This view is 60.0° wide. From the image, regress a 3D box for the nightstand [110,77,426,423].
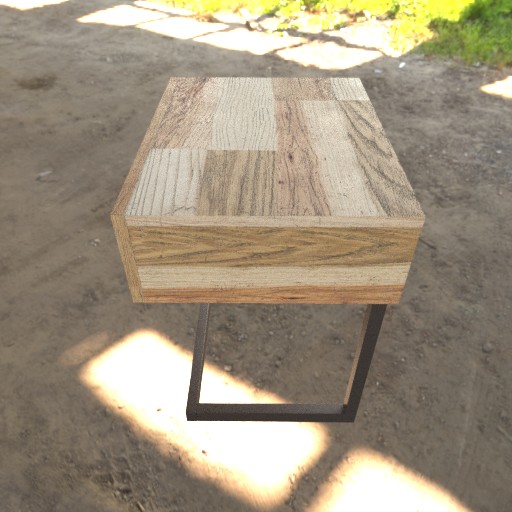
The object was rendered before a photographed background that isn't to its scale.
[{"bbox_3d":[0.000,0.000,1.039,0.481,0.632,0.558,0,41,0],"label":"nightstand"}]
